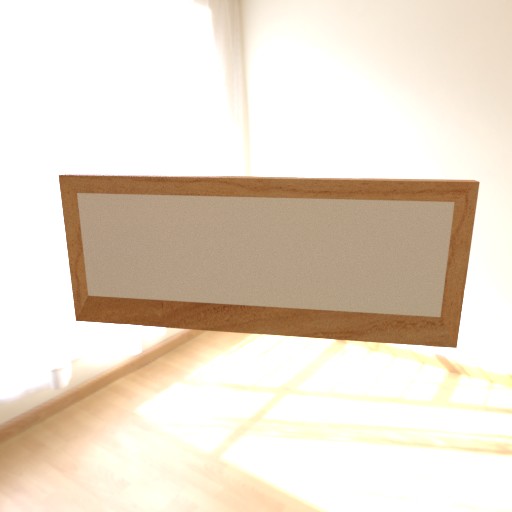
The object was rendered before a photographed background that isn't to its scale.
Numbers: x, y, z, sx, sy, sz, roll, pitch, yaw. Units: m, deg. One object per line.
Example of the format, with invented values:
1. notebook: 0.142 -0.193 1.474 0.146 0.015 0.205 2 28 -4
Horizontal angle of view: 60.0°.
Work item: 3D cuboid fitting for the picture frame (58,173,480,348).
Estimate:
1. picture frame: 0.000 0.000 0.660 0.582 0.234 0.045 3 16 9
